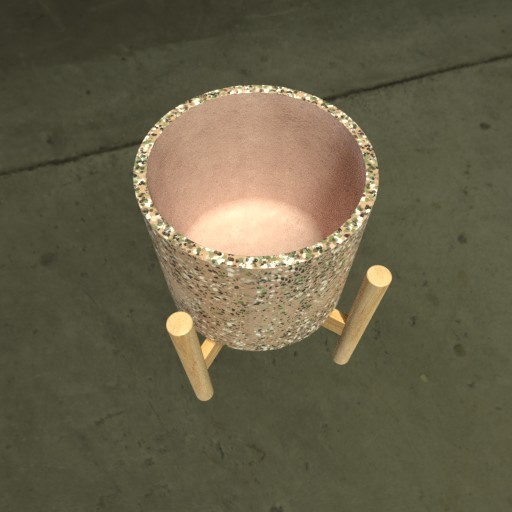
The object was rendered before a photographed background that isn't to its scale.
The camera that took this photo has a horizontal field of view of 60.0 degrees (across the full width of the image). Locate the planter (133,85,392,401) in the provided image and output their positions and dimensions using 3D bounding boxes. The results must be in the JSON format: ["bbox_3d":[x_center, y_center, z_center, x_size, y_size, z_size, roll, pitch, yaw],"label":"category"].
[{"bbox_3d":[0.000,0.000,0.540,0.284,0.320,0.284,-33,64,-19],"label":"planter"}]
